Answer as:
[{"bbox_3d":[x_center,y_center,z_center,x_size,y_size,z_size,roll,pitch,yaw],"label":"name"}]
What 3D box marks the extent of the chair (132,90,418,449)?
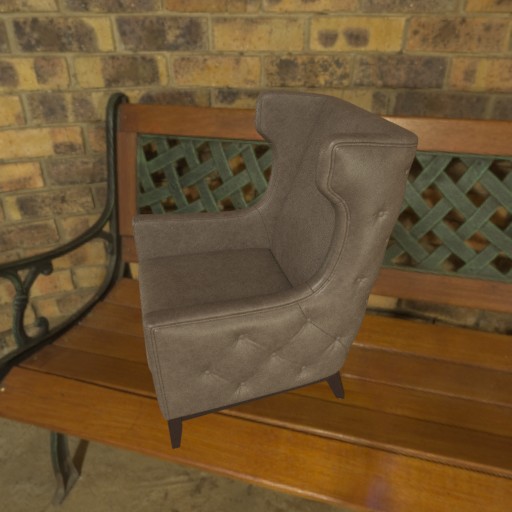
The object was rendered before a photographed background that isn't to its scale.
[{"bbox_3d":[0.000,0.000,1.692,0.899,1.079,0.769,-8,32,-14],"label":"chair"}]
